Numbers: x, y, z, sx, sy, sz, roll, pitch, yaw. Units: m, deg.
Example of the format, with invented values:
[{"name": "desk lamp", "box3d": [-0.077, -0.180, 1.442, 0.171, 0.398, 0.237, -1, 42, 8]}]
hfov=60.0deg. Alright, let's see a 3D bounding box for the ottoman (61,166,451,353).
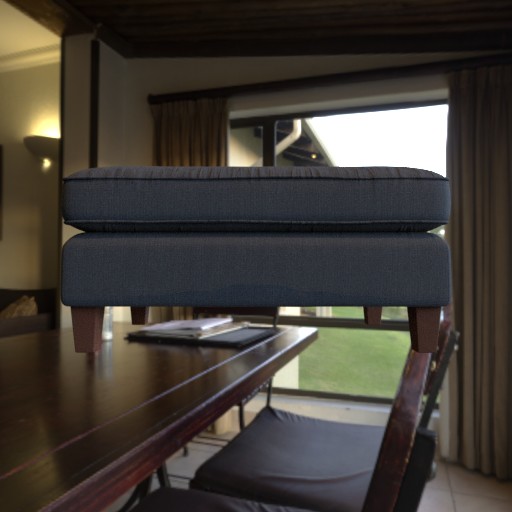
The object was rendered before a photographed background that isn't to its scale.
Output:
[{"name": "ottoman", "box3d": [0.000, 0.000, 1.223, 0.885, 0.438, 0.570, 0, -1, 0]}]
